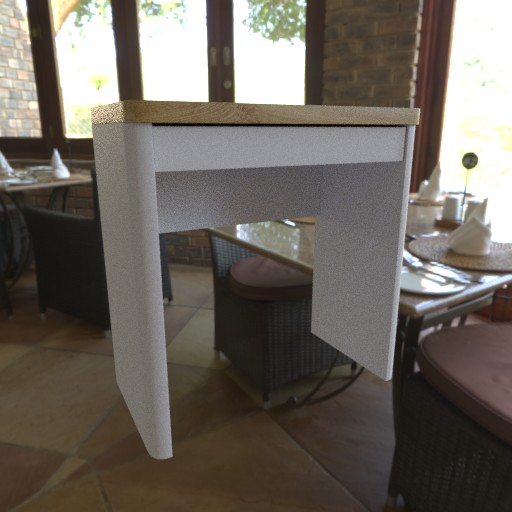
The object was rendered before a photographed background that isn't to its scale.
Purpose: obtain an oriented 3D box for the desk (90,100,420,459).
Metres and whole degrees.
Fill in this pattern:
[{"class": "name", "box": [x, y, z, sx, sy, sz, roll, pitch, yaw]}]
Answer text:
[{"class": "desk", "box": [0.000, 0.000, 1.253, 0.760, 0.790, 0.440, -9, 18, -27]}]
